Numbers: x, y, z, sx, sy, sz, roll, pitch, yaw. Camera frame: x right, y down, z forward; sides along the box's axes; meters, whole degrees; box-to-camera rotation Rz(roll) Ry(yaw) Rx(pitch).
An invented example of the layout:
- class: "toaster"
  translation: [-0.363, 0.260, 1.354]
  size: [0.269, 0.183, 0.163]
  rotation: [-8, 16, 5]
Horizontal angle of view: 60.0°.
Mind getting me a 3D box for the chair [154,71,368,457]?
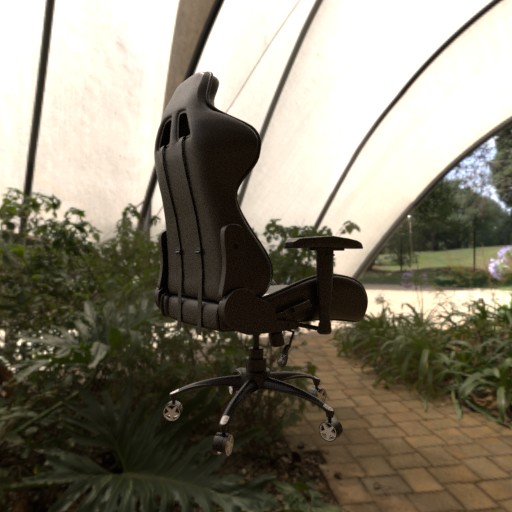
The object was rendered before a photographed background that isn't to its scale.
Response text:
- class: "chair"
  translation: [0.000, 0.000, 1.742]
  size: [0.695, 1.285, 0.730]
  rotation: [0, 0, -36]
